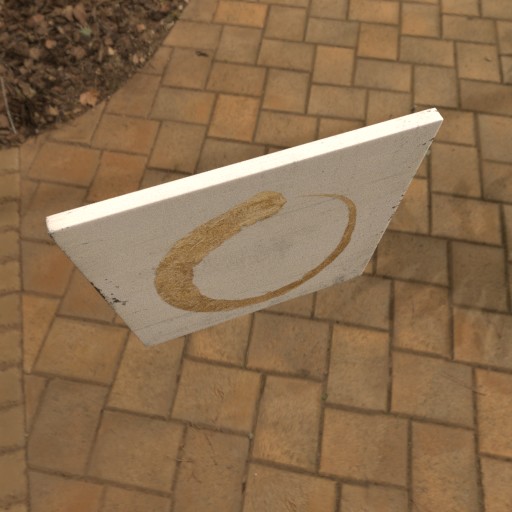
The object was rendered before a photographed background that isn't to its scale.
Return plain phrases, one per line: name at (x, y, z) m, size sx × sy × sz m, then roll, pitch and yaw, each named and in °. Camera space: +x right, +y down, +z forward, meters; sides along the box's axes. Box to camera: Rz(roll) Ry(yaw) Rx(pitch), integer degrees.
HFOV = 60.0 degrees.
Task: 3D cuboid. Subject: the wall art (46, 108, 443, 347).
wall art at (0.000, 0.000, 1.152) m, size 0.762 × 0.762 × 0.038 m, roll -18°, pitch 65°, yaw -8°
